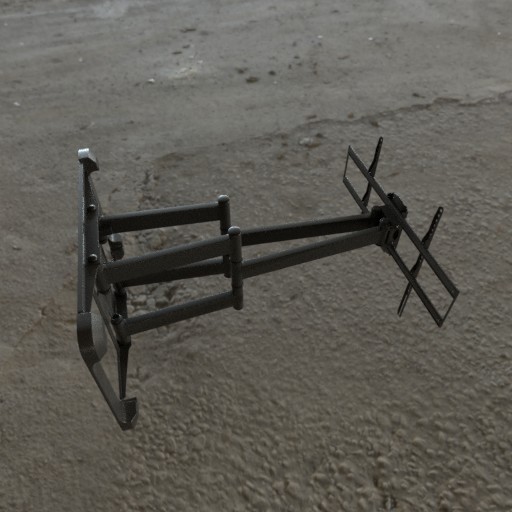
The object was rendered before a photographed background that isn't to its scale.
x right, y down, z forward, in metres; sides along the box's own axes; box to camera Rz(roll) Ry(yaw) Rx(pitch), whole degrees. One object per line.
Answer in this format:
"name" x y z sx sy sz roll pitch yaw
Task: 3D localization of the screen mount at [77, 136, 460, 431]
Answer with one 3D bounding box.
"screen mount" 0.000 0.000 1.340 0.905 0.483 0.725 -11 48 -10
